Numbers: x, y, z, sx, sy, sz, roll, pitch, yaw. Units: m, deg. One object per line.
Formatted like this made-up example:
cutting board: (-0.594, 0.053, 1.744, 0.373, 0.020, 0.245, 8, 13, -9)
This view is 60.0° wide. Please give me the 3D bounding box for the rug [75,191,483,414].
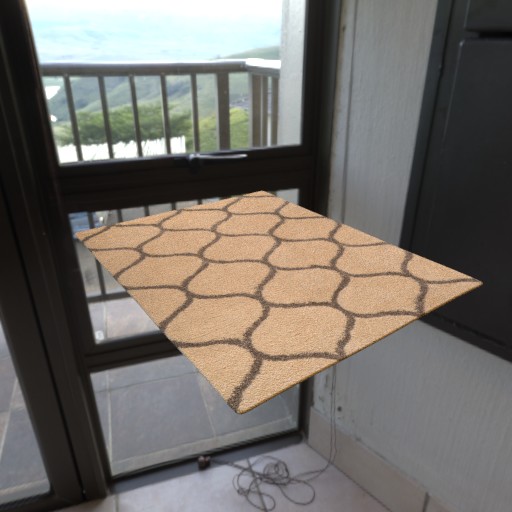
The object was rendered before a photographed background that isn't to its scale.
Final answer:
rug: (0.000, 0.000, 4.046, 2.399, 0.026, 3.000, -18, 31, -32)
